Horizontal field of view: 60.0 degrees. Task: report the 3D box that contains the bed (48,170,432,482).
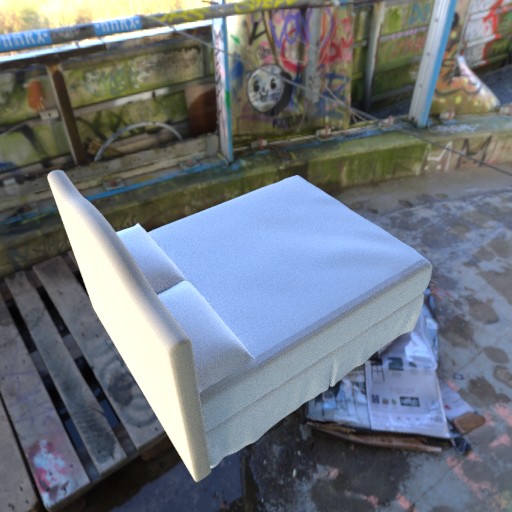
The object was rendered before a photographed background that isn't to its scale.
[{"bbox_3d":[0.000,0.000,3.094,2.052,1.398,1.678,-25,47,-26],"label":"bed"}]
